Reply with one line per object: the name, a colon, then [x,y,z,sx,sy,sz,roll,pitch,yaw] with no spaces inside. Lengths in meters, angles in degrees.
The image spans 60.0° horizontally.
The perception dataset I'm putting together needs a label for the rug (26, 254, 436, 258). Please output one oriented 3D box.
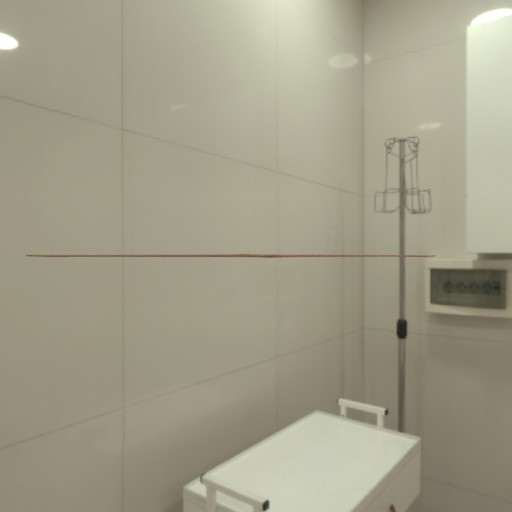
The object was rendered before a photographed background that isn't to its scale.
rug: [0.000,0.000,4.164,2.479,0.023,3.092,0,0,36]
